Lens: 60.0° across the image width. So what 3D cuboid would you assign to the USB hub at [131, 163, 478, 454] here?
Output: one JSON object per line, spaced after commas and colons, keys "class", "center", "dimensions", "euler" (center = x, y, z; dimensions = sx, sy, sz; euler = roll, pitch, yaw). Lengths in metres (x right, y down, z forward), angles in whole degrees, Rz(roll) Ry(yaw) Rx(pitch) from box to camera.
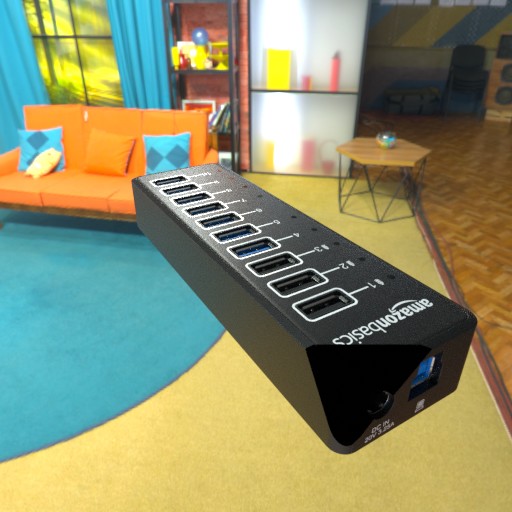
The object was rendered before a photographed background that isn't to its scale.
{"class": "USB hub", "center": [0.000, 0.000, 0.158], "dimensions": [0.044, 0.023, 0.145], "euler": [-17, 34, -27]}
